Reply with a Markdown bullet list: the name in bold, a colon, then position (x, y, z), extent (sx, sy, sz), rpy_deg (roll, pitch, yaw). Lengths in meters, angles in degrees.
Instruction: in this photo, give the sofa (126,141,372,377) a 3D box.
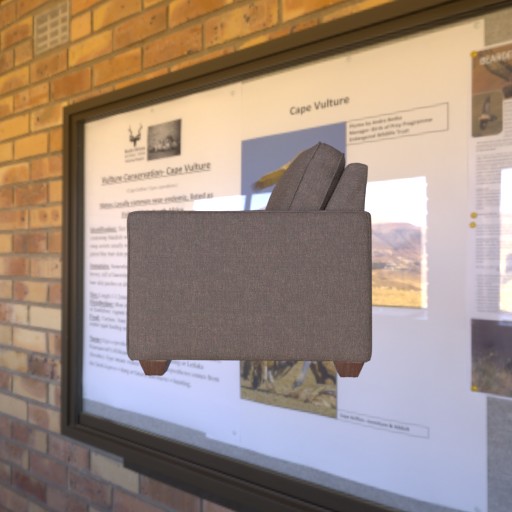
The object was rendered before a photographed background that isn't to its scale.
- **sofa**: position (0.000, 0.000, 2.628), extent (0.940, 0.919, 2.080), rpy_deg (0, -1, 2)
